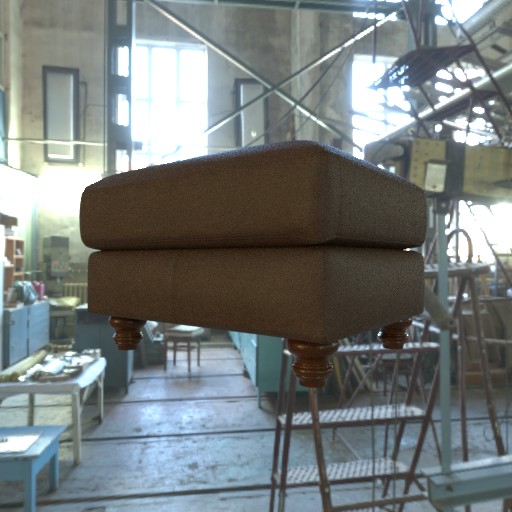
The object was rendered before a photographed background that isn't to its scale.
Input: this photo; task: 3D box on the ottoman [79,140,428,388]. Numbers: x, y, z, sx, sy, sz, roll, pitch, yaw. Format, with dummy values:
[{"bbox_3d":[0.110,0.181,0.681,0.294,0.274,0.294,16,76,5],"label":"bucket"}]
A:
[{"bbox_3d":[0.000,0.000,1.217,0.787,0.508,0.635,0,-1,37],"label":"ottoman"}]
